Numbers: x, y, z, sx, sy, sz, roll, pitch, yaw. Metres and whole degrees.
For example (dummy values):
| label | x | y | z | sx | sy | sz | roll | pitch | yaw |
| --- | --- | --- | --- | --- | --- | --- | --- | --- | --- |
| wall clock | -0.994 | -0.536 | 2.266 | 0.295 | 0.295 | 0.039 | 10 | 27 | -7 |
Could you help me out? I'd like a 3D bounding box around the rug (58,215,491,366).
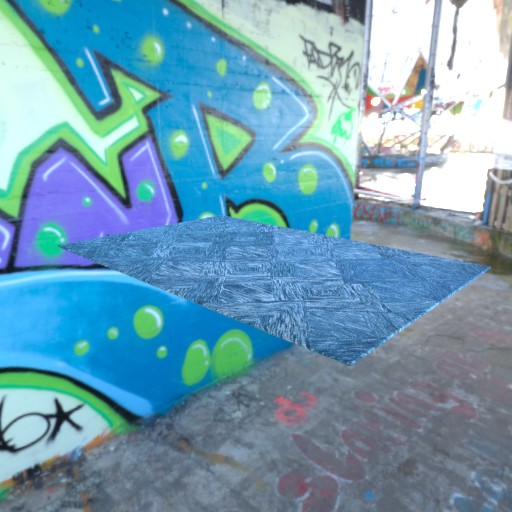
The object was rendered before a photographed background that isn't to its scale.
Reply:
| label | x | y | z | sx | sy | sz | roll | pitch | yaw |
| --- | --- | --- | --- | --- | --- | --- | --- | --- | --- |
| rug | 0.000 | 0.000 | 2.758 | 2.277 | 0.015 | 1.490 | 15 | 22 | 41 |
